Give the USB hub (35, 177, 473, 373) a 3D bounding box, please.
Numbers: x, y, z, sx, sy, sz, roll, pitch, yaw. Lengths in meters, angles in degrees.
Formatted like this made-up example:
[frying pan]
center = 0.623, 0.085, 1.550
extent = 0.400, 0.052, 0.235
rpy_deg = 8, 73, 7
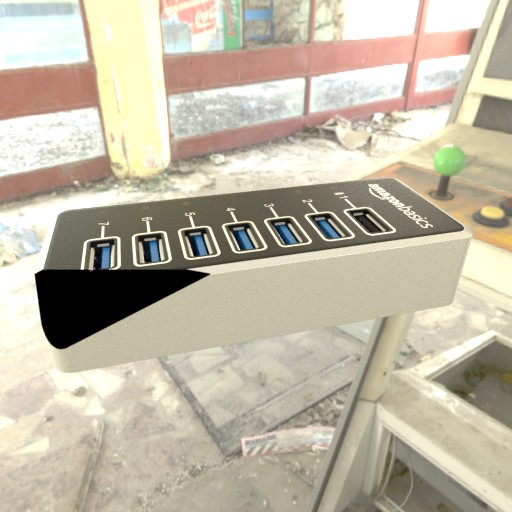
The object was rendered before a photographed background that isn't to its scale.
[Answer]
[USB hub]
center = 0.000, 0.000, 0.127
extent = 0.110, 0.023, 0.044
rpy_deg = -8, 32, -13
